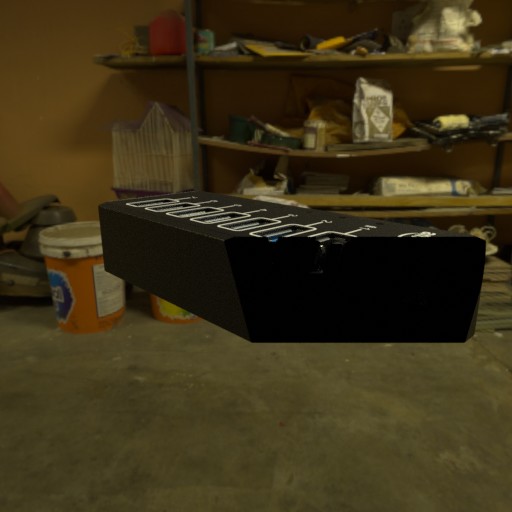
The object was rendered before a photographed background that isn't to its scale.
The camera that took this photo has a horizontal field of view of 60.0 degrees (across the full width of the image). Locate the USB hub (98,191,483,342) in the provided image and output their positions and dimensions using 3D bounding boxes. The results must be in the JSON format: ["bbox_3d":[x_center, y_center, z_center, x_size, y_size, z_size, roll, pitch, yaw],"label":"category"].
[{"bbox_3d":[0.000,0.000,0.126,0.044,0.023,0.110,-15,22,-42],"label":"USB hub"}]
